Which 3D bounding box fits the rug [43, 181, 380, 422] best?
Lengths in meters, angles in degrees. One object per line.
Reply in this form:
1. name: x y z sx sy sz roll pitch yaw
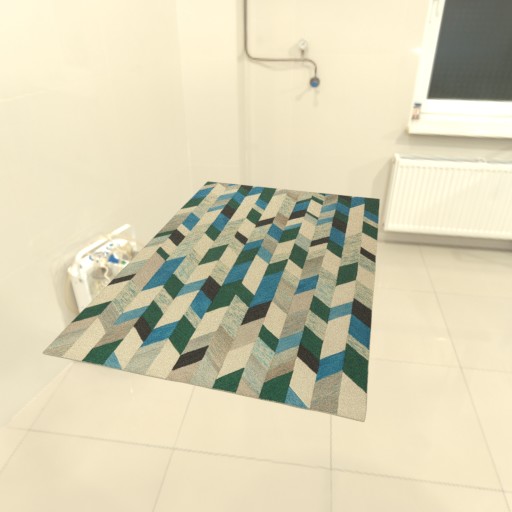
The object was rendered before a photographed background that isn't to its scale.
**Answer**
1. rug: 0.000 0.000 2.332 1.229 0.005 1.827 8 32 13
